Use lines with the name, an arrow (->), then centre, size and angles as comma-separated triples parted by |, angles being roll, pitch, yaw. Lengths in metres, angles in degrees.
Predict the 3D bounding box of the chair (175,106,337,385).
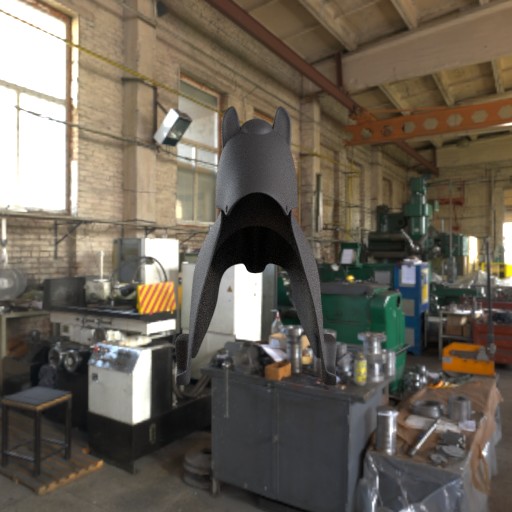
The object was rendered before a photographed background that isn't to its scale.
chair -> 0.000, 0.000, 1.176 | 0.429, 0.612, 0.800 | 0, 0, 0
